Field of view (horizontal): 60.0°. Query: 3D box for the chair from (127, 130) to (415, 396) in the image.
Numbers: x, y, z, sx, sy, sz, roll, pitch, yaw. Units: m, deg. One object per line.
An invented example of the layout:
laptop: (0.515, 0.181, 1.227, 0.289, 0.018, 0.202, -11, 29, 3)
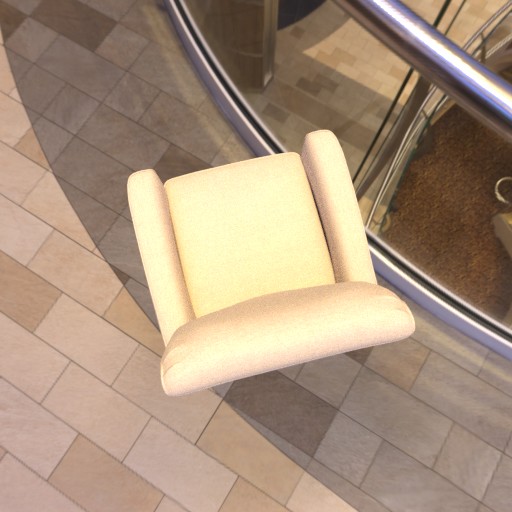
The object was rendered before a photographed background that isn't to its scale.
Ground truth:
chair: (0.000, 0.000, 1.698, 0.841, 1.023, 0.858, -14, 76, -3)
